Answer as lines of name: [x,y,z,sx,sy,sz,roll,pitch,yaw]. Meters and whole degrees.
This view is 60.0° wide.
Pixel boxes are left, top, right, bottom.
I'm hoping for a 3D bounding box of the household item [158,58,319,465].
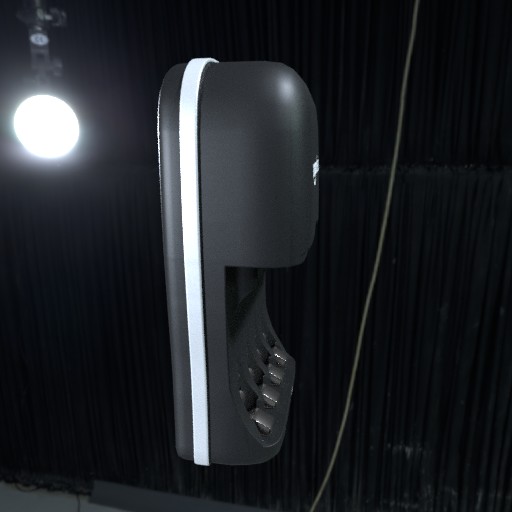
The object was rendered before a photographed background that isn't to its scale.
household item: [0.000,0.000,0.144,0.038,0.114,0.070,3,15,10]
